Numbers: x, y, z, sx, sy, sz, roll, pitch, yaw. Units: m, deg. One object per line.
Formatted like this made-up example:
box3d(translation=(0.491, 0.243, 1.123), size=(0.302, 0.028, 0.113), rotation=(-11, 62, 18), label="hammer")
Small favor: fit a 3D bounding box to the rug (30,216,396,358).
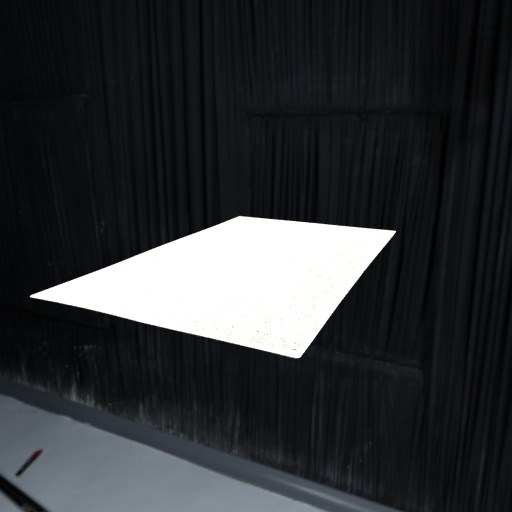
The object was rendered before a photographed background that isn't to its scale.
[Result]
box3d(translation=(0.000, 0.000, 3.101), size=(1.529, 0.012, 2.435), rotation=(8, 18, 24), label="rug")
